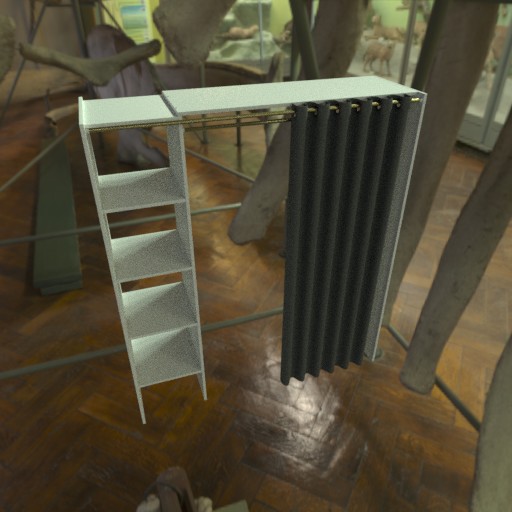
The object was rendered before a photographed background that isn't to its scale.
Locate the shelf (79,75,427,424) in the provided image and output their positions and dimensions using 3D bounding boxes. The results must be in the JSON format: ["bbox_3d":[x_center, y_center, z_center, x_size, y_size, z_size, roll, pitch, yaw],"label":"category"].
[{"bbox_3d":[0.000,0.000,2.595,1.600,1.810,0.500,-10,34,-16],"label":"shelf"}]
